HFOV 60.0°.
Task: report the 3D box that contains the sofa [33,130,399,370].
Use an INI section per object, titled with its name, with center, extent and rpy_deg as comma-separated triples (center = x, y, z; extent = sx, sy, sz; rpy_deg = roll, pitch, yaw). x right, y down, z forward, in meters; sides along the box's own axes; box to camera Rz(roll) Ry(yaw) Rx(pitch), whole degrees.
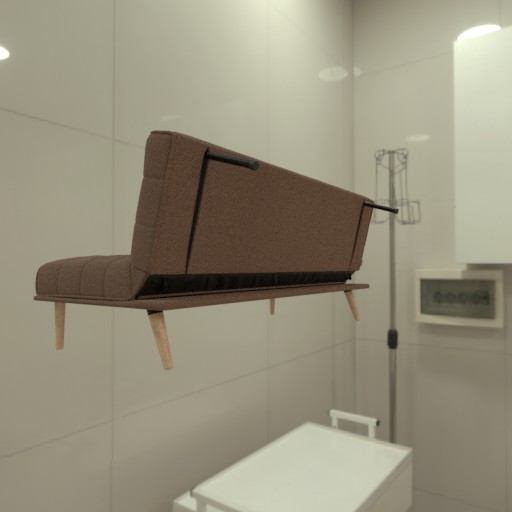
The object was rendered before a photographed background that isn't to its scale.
[sofa]
center = 0.000, 0.000, 2.312
extent = 1.038, 0.810, 1.820
rpy_deg = -1, -2, 35
